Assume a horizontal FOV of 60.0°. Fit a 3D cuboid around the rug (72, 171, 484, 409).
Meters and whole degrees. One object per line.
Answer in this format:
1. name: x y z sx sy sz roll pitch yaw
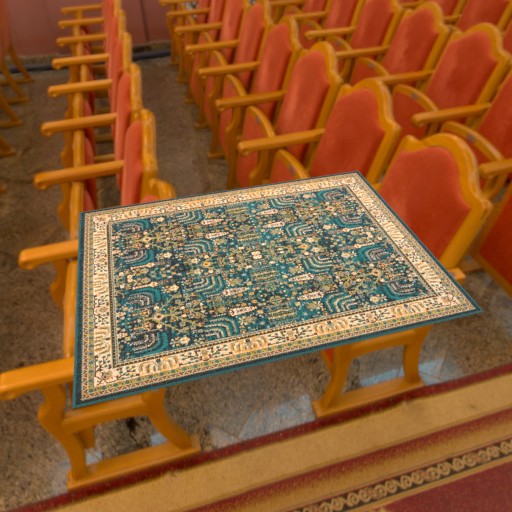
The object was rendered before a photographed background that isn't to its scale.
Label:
1. rug: 0.000 0.000 3.934 3.044 0.015 2.226 -10 42 -12
